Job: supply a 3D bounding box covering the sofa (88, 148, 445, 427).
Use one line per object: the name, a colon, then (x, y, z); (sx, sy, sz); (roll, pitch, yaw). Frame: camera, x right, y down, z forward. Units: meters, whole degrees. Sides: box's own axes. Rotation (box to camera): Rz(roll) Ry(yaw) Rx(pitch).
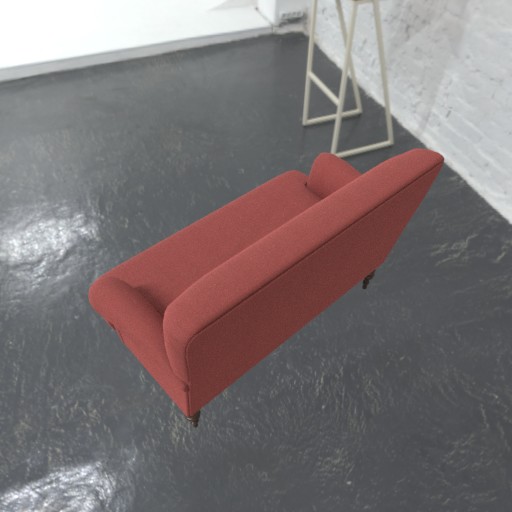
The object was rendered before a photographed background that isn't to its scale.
sofa: (0.000, 0.000, 1.851); (1.297, 0.889, 0.779); (-33, 56, -27)
